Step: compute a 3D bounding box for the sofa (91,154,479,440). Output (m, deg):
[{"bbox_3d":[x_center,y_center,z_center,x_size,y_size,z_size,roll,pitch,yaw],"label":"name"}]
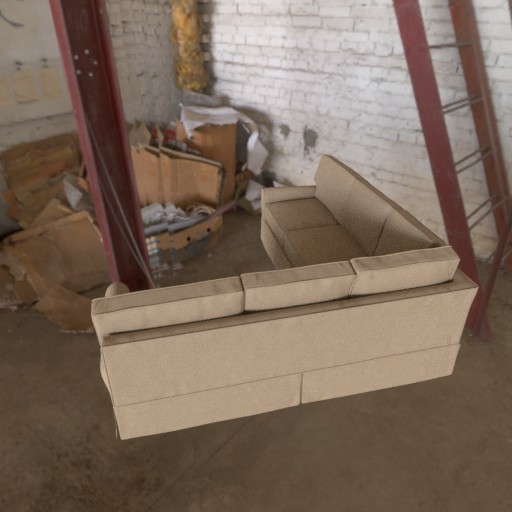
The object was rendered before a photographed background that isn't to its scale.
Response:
[{"bbox_3d":[0.000,0.000,4.253,2.733,1.124,2.730,-7,31,-12],"label":"sofa"}]
